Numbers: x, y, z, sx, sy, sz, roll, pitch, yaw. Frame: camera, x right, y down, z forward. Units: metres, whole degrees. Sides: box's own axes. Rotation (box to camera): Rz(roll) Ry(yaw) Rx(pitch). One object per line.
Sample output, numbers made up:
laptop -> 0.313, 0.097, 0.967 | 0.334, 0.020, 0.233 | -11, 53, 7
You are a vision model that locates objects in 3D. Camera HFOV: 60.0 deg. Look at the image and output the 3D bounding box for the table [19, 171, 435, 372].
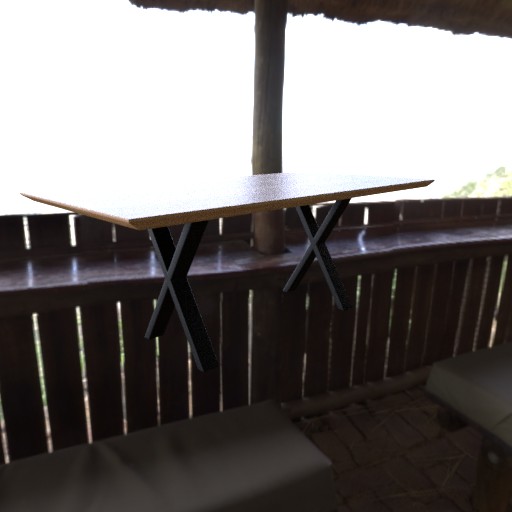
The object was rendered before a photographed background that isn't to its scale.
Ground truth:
table -> 0.000, 0.000, 2.416 | 2.000, 0.770, 1.000 | -14, 20, -42
